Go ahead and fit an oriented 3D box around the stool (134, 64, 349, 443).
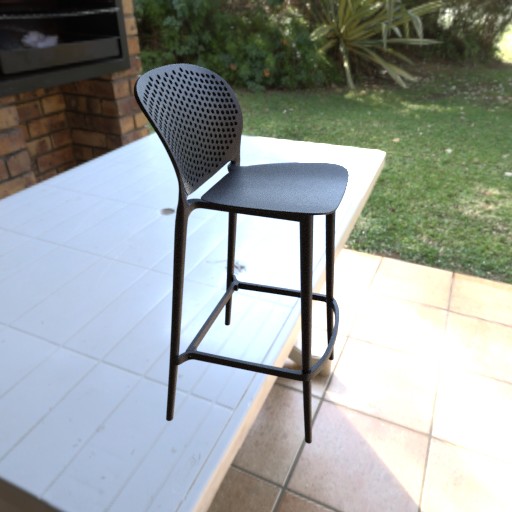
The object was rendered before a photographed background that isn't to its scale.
[{"bbox_3d":[0.000,0.000,1.348,0.535,1.045,0.536,10,32,16],"label":"stool"}]
